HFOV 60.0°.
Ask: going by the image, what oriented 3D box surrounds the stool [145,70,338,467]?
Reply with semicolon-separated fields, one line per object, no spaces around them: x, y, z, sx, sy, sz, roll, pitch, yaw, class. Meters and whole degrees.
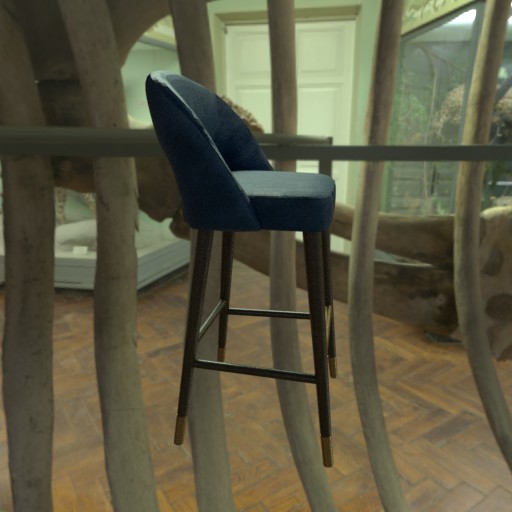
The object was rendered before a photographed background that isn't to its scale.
0.000;0.000;1.305;0.515;1.016;0.514;3;17;11;stool
